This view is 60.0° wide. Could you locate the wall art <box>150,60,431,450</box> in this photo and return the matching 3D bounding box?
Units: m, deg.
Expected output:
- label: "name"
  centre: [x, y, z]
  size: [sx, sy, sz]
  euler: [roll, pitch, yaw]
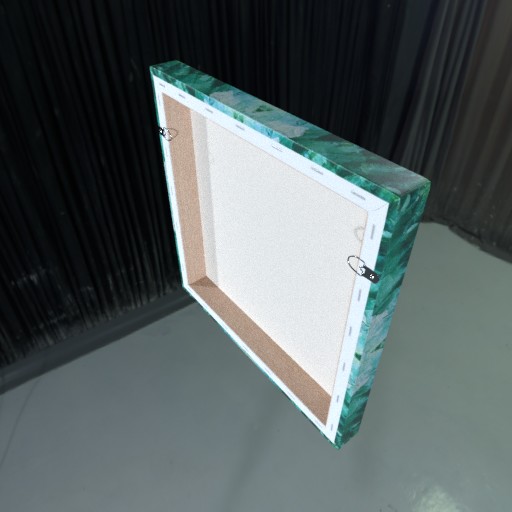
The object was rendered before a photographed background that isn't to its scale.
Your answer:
- label: "wall art"
  centre: [0.000, 0.000, 0.463]
  size: [0.033, 0.313, 0.313]
  euler: [-27, 47, -28]
